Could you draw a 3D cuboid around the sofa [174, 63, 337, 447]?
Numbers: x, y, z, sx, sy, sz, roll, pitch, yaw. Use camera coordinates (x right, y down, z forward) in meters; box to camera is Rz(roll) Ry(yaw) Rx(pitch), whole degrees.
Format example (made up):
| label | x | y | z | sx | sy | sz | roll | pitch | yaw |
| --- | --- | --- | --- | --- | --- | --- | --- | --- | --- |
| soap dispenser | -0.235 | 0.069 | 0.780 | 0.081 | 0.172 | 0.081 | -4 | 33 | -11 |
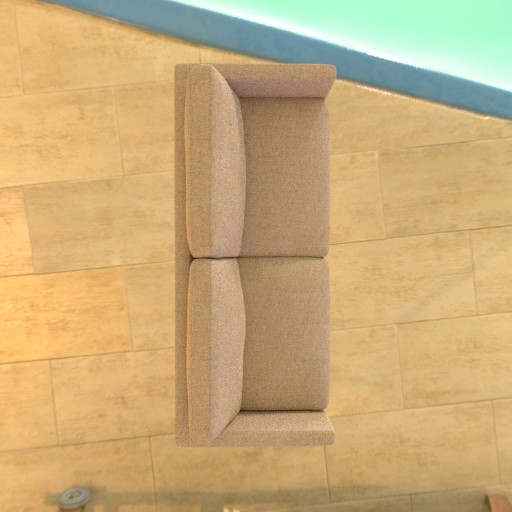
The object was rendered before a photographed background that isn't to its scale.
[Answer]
| label | x | y | z | sx | sy | sz | roll | pitch | yaw |
| --- | --- | --- | --- | --- | --- | --- | --- | --- | --- |
| sofa | 0.000 | 0.000 | 2.795 | 0.951 | 0.965 | 2.208 | 0 | 91 | -1 |
